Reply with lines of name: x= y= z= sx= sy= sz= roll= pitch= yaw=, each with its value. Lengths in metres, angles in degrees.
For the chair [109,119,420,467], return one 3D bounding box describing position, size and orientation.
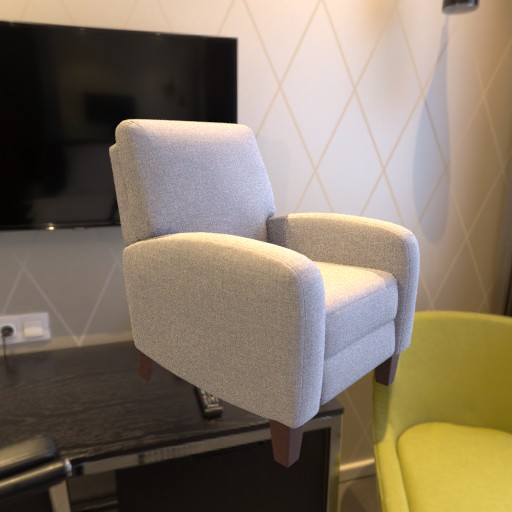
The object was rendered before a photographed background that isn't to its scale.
chair: x=0.000 y=0.000 z=1.665 sx=0.990 sy=0.990 sz=0.762 roll=13 pitch=19 yaw=42
